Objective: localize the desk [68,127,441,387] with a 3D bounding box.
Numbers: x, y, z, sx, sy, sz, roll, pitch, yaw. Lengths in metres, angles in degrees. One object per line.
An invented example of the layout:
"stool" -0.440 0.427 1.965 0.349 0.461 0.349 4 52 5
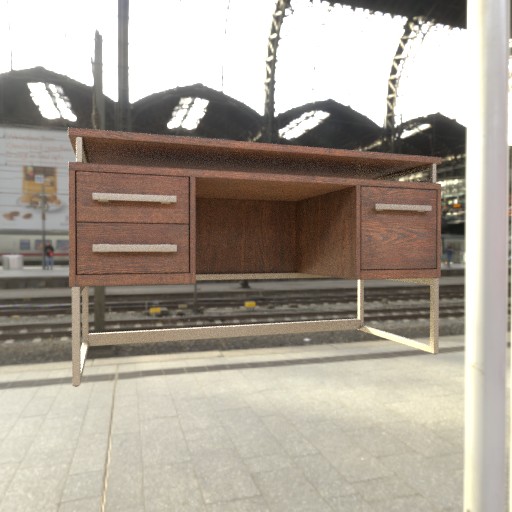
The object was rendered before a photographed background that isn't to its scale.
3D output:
"desk" 0.000 0.000 1.830 1.384 0.792 0.610 0 1 -18
